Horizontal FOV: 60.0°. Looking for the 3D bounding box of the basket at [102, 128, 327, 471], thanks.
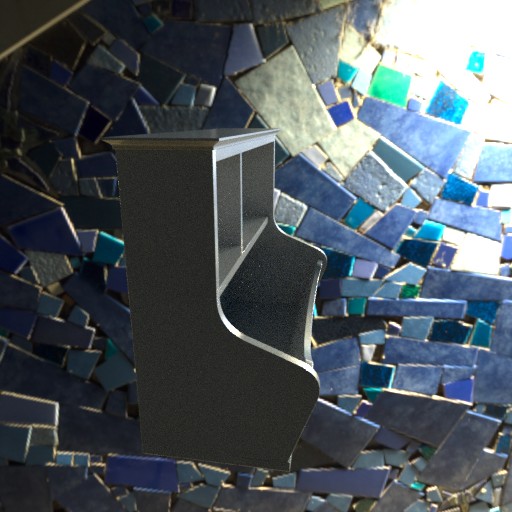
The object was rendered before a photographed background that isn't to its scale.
[{"bbox_3d":[0.000,0.000,1.110,0.350,0.600,0.780,3,17,9],"label":"basket"}]
